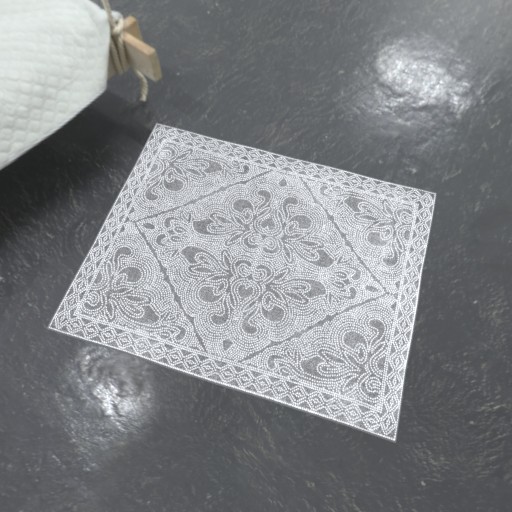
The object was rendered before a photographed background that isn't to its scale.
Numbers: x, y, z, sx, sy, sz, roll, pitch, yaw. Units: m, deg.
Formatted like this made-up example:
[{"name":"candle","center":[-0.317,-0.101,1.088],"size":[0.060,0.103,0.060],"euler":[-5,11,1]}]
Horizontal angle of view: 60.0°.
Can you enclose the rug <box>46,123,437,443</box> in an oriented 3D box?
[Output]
[{"name":"rug","center":[0.000,0.000,4.120],"size":[3.048,0.012,2.438],"euler":[16,65,8]}]
